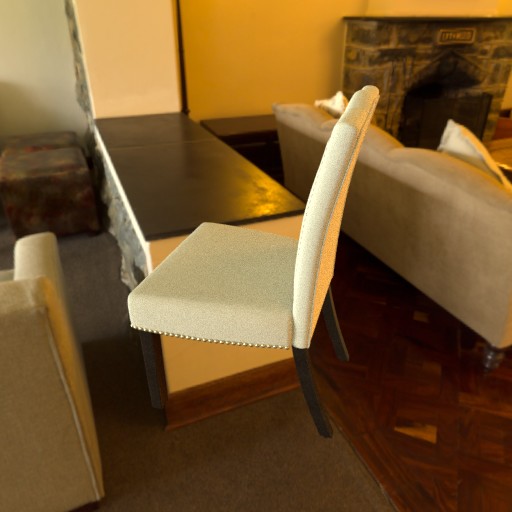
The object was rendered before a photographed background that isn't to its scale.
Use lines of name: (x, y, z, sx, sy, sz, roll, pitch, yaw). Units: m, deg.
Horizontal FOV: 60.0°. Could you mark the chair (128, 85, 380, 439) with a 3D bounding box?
chair: (0.000, 0.000, 1.305, 0.589, 0.946, 0.518, 9, 30, 16)
